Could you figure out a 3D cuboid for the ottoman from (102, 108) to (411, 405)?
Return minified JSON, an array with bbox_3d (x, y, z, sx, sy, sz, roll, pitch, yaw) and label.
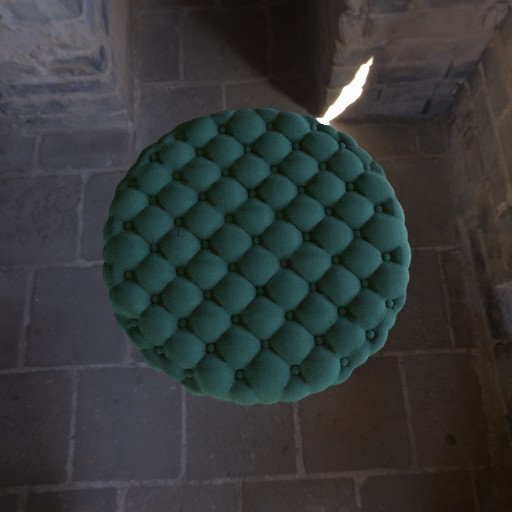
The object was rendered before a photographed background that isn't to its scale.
[{"bbox_3d":[0.000,0.000,1.558,0.998,0.399,0.998,0,75,0],"label":"ottoman"}]
